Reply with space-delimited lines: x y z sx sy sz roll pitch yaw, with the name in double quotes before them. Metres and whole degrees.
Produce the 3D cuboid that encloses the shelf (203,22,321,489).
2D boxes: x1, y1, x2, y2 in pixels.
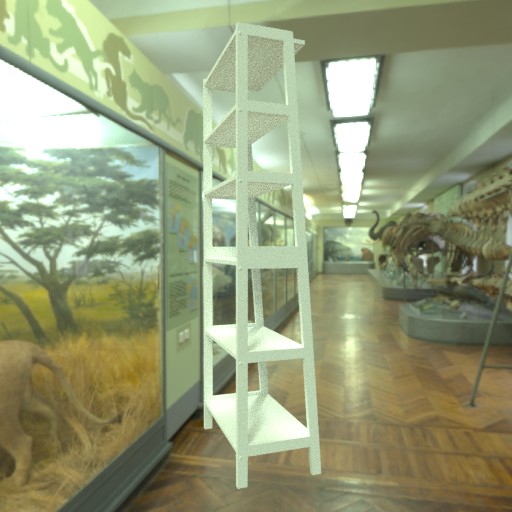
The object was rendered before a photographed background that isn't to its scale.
"shelf" 0.000 0.000 2.166 0.381 1.892 0.660 0 1 -19
